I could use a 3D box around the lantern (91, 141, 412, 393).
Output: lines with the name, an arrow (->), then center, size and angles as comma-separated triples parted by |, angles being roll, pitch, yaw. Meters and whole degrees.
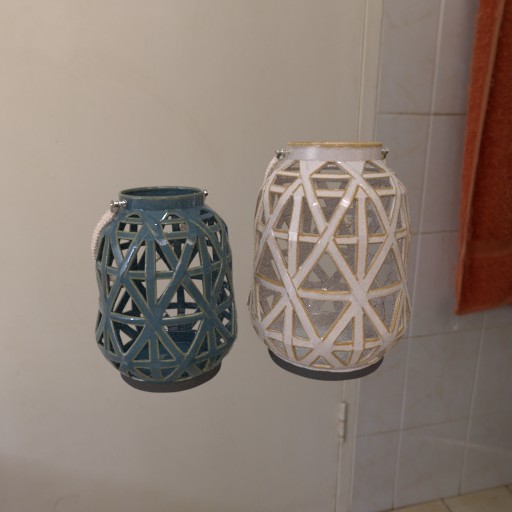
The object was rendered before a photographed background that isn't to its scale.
lantern -> 0.000, 0.000, 0.619 | 0.439, 0.307, 0.245 | -3, 16, -11
